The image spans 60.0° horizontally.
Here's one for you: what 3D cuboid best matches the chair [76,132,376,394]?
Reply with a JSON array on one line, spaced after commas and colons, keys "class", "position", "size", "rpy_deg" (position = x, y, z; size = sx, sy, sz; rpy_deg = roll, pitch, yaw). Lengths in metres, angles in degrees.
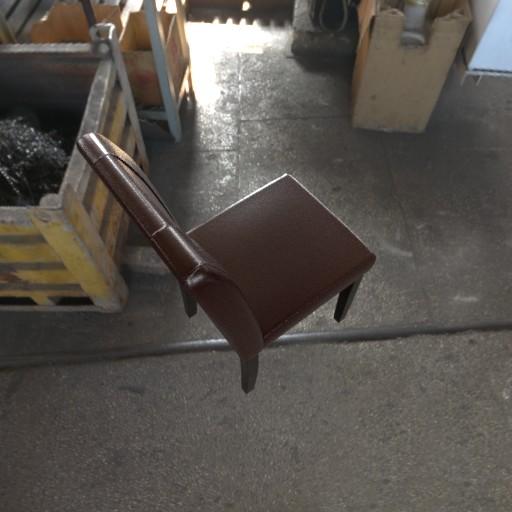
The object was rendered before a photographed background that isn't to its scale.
[{"class": "chair", "position": [0.000, 0.000, 1.190], "size": [0.556, 0.897, 0.399], "rpy_deg": [-33, 64, -19]}]
